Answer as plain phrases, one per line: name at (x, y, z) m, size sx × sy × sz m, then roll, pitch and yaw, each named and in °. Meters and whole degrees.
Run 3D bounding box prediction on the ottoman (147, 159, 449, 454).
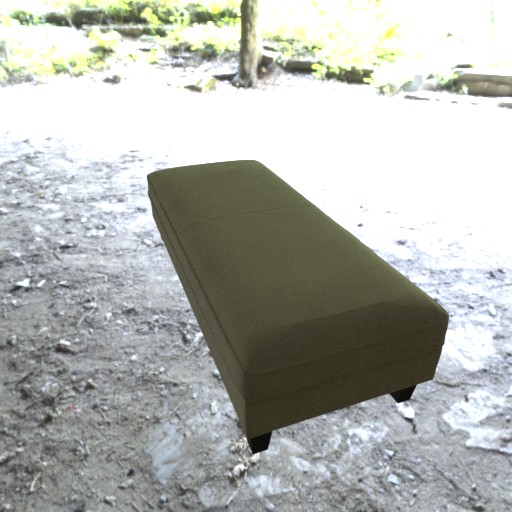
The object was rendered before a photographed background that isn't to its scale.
ottoman at (0.000, 0.000, 2.044) m, size 0.735 × 0.460 × 1.726 m, roll -11°, pitch 31°, yaw -18°
